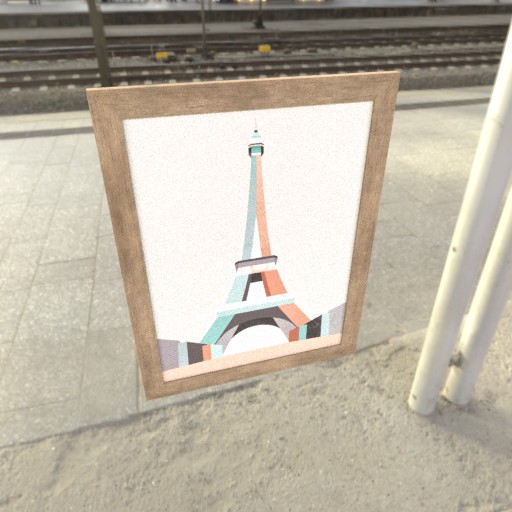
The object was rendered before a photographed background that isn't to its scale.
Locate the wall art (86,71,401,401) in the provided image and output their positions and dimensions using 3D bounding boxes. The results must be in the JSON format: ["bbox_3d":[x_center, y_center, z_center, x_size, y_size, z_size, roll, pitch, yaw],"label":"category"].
[{"bbox_3d":[0.000,0.000,0.914,0.534,0.686,0.018,-9,33,-14],"label":"wall art"}]
